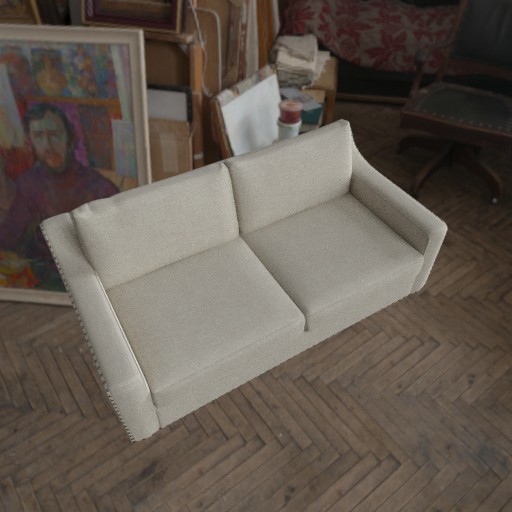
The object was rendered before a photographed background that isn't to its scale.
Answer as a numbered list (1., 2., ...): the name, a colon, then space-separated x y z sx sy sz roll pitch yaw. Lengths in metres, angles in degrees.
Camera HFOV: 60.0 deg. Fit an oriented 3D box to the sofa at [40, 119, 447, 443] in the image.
1. sofa: 0.000 0.000 2.696 2.107 0.983 1.104 -23 51 -21
